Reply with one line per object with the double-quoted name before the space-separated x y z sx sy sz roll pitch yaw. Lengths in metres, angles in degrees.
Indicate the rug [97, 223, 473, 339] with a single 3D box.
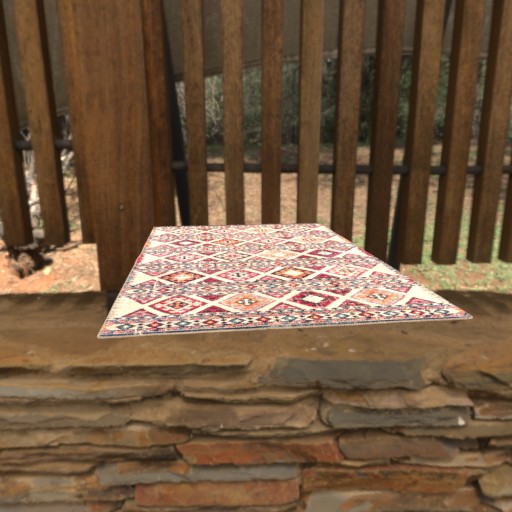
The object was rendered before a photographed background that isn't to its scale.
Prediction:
"rug" 0.000 0.000 2.939 1.545 0.010 2.440 -2 14 -7
